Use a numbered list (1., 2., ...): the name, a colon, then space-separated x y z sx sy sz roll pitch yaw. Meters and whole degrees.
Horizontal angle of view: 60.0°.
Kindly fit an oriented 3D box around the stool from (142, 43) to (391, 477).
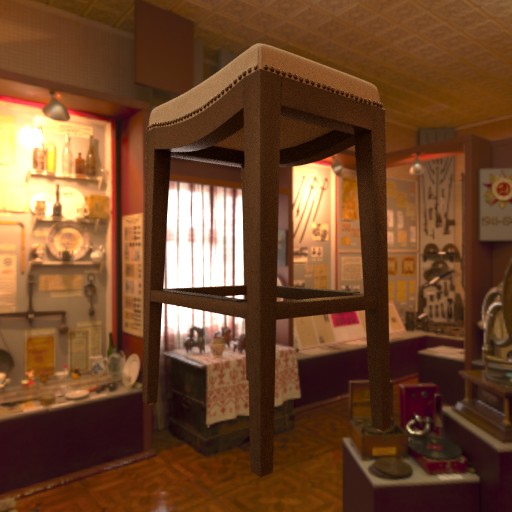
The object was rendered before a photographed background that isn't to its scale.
1. stool: 0.000 0.000 1.053 0.358 0.759 0.498 0 0 -37
